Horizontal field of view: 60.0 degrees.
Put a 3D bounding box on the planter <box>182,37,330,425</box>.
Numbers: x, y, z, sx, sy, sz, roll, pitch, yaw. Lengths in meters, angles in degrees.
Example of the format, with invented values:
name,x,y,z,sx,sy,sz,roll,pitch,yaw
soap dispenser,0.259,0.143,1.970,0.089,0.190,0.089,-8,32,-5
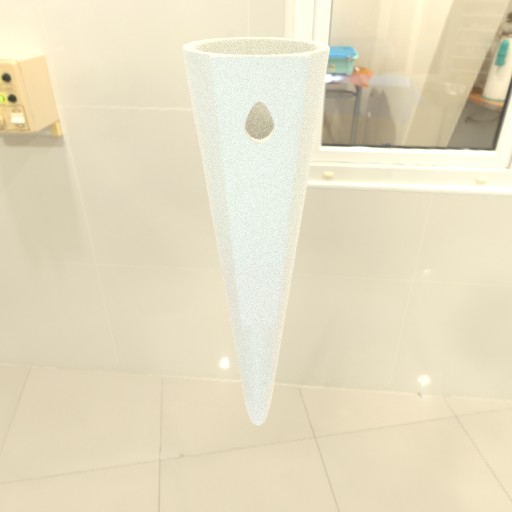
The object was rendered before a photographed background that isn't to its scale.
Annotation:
name,x,y,z,sx,sy,sz,roll,pitch,yaw
planter,0.000,0.000,0.224,0.057,0.193,0.064,-1,32,-2
